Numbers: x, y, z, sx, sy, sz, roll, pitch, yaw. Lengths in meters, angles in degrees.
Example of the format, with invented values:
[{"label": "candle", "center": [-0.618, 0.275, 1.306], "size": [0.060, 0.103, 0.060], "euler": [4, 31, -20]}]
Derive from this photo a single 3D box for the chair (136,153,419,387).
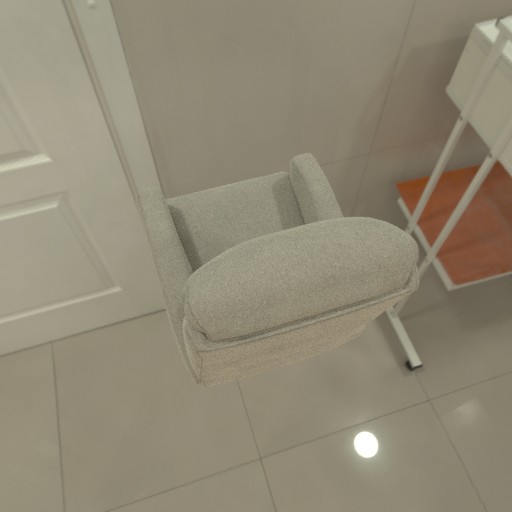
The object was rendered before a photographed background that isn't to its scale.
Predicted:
[{"label": "chair", "center": [0.000, 0.000, 1.674], "size": [0.794, 1.021, 0.940], "euler": [-15, 59, -9]}]
